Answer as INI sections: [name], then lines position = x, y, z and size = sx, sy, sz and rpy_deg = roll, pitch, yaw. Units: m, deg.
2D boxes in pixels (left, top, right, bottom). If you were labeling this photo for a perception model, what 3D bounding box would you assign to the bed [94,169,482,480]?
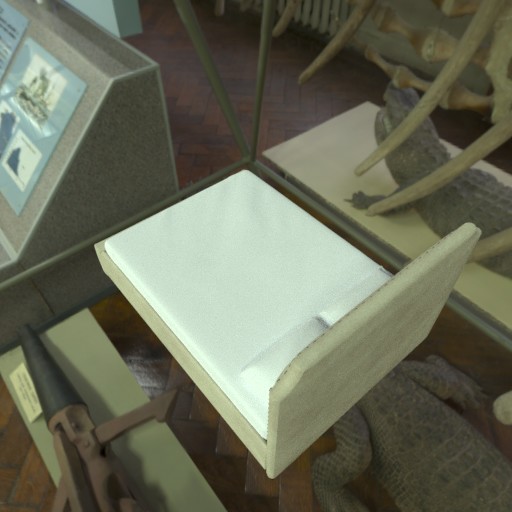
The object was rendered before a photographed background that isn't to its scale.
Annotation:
[bed]
position = 0.000, 0.000, 3.383
size = 1.712, 1.443, 2.372
rpy_deg = -32, 55, -26
